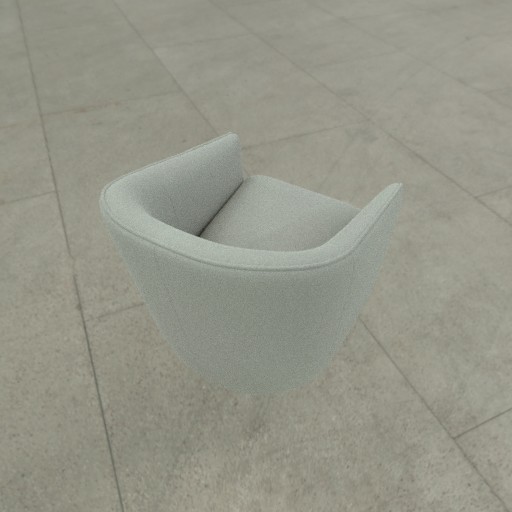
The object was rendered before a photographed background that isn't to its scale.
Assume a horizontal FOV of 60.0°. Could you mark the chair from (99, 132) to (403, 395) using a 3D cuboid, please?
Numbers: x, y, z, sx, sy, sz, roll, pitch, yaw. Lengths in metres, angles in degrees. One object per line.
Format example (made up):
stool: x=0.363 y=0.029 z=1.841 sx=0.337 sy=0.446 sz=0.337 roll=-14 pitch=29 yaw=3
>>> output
chair: x=0.000 y=0.000 z=1.506 sx=0.747 sy=0.799 sz=0.875 roll=22 pitch=48 yaw=21
